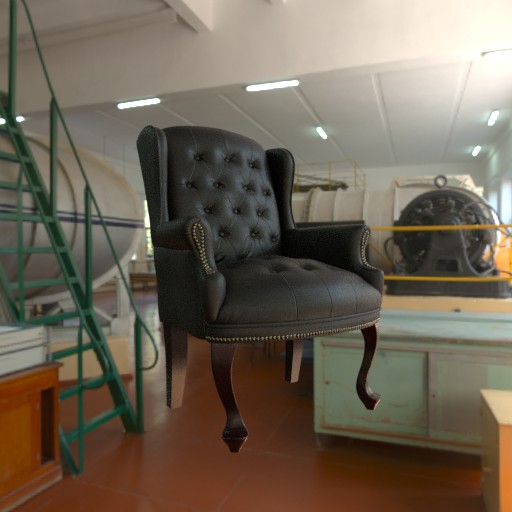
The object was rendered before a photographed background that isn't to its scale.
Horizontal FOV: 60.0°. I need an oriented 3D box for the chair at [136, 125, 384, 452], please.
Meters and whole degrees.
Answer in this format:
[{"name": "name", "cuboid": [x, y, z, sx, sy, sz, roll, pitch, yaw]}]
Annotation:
[{"name": "chair", "cuboid": [0.000, 0.000, 1.720, 0.831, 1.133, 0.822, 0, 1, -35]}]
